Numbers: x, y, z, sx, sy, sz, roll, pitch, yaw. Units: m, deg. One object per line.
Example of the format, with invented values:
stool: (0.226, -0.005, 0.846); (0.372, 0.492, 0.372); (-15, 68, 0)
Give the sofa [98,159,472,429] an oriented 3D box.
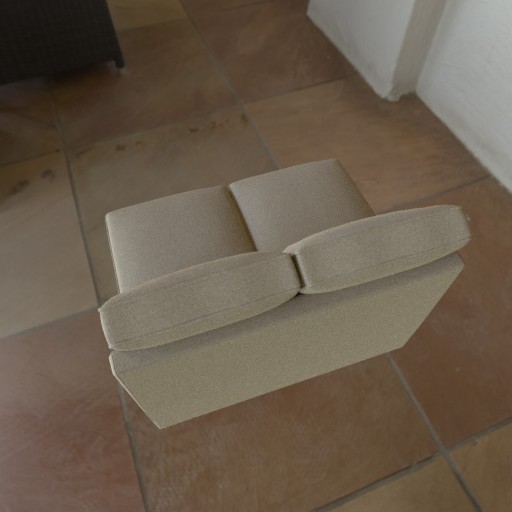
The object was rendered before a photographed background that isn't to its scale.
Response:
sofa: (0.000, 0.000, 1.945); (1.237, 1.008, 0.951); (-16, 58, -10)
